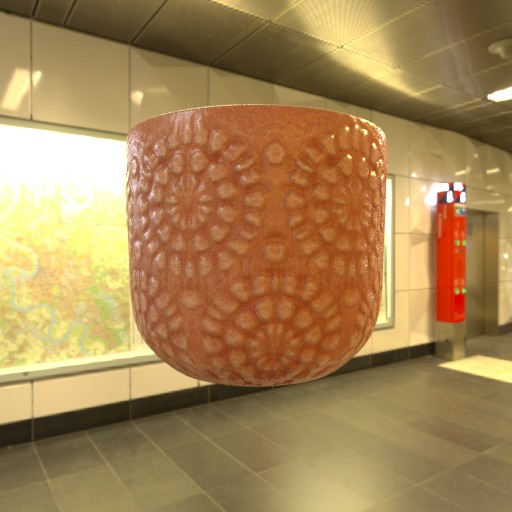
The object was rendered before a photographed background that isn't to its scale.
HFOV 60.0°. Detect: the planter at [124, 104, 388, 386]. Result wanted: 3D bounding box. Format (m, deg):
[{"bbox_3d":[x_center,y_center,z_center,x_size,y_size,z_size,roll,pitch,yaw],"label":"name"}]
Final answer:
[{"bbox_3d":[0.000,0.000,0.218,0.124,0.109,0.124,0,0,0],"label":"planter"}]
